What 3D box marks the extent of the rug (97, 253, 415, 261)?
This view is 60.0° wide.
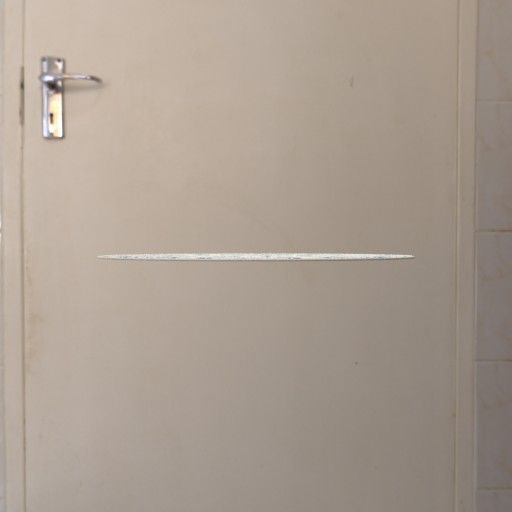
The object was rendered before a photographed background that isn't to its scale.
[{"bbox_3d":[0.000,0.000,2.356,1.593,0.012,1.593,0,1,0],"label":"rug"}]
